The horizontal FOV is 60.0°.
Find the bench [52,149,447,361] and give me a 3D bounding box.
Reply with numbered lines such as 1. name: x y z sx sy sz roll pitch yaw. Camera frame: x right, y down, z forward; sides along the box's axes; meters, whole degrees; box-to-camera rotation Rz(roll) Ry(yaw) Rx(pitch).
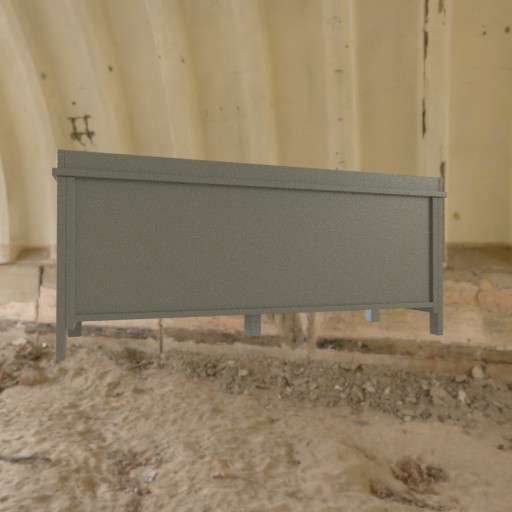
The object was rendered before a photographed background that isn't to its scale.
1. bench: 0.000 0.000 1.403 1.140 0.501 0.398 0 -1 -19
